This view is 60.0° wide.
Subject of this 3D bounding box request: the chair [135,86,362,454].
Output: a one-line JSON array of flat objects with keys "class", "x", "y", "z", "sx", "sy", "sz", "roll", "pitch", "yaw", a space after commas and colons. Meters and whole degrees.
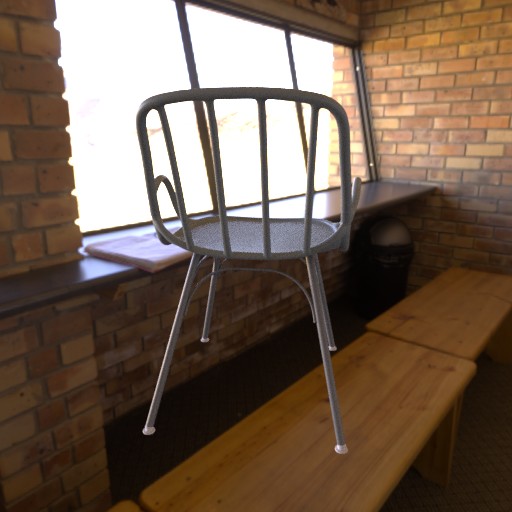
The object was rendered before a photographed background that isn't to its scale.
[{"class": "chair", "x": 0.000, "y": 0.000, "z": 1.212, "sx": 0.549, "sy": 0.816, "sz": 0.597, "roll": 2, "pitch": 16, "yaw": 8}]
